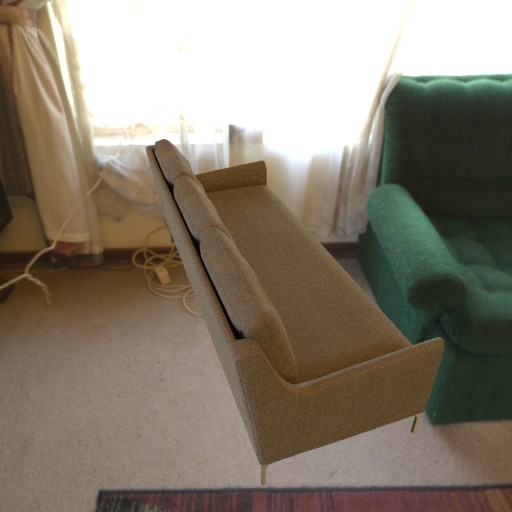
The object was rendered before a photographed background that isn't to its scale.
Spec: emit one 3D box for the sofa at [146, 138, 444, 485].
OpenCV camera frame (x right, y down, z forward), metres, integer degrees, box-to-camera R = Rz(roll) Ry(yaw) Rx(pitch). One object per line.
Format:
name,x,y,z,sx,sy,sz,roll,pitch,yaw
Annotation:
sofa,0.000,0.000,2.440,0.849,0.837,2.060,-11,35,-16
